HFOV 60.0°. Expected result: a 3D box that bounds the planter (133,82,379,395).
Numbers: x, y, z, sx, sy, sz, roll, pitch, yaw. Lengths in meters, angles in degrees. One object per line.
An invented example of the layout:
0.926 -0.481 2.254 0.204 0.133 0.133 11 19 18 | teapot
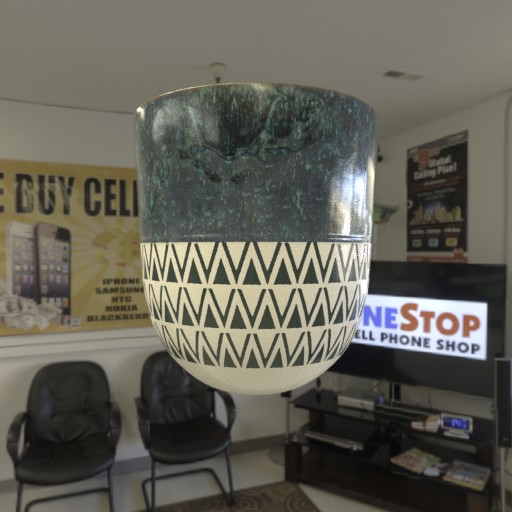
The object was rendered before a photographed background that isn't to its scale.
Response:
0.000 0.000 0.366 0.195 0.214 0.195 0 1 0 | planter
